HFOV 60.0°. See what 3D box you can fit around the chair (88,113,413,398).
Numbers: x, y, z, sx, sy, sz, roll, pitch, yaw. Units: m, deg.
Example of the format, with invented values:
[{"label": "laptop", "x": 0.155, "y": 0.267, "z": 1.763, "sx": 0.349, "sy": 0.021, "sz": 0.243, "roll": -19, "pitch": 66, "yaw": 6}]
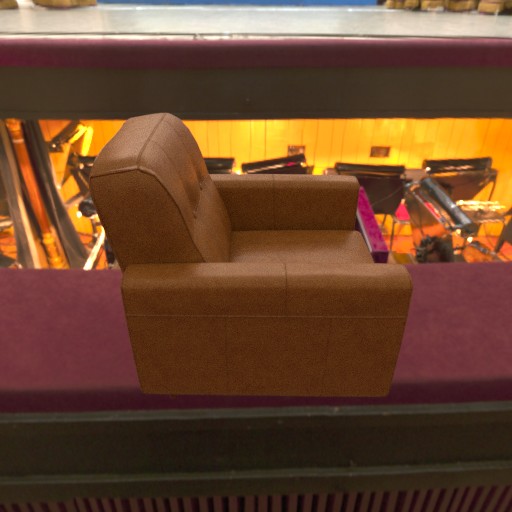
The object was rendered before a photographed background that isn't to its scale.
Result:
[{"label": "chair", "x": 0.000, "y": 0.000, "z": 1.683, "sx": 0.942, "sy": 0.968, "sz": 0.845, "roll": -1, "pitch": 32, "yaw": -1}]
